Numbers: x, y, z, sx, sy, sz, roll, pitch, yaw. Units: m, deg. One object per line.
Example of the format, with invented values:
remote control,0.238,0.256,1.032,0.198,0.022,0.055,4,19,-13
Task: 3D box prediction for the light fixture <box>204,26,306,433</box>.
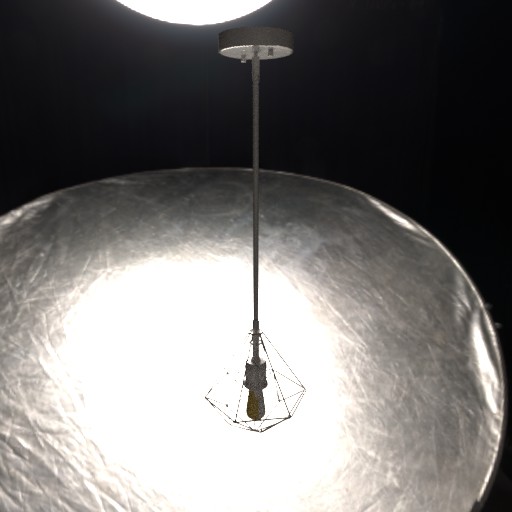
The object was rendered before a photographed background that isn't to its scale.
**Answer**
light fixture,0.000,0.000,1.942,0.487,1.764,0.431,-2,14,-8
